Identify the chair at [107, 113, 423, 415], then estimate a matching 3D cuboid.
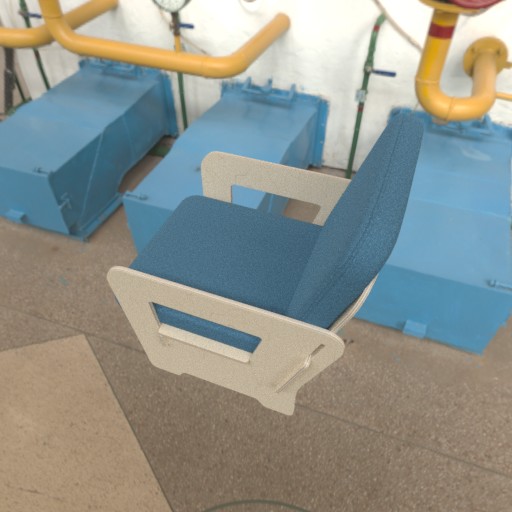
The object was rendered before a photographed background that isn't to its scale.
[{"bbox_3d":[0.000,0.000,1.187,0.657,0.747,0.547,15,47,15],"label":"chair"}]
